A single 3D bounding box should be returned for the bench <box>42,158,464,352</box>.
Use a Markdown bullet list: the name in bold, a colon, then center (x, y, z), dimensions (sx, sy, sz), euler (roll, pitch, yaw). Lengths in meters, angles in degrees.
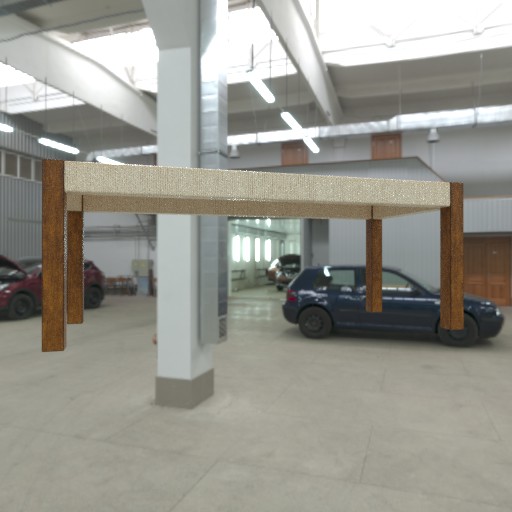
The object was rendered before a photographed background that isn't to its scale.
- **bench**: center (0.000, 0.000, 1.455), dimensions (1.198, 0.457, 0.507), euler (0, 0, -16)
